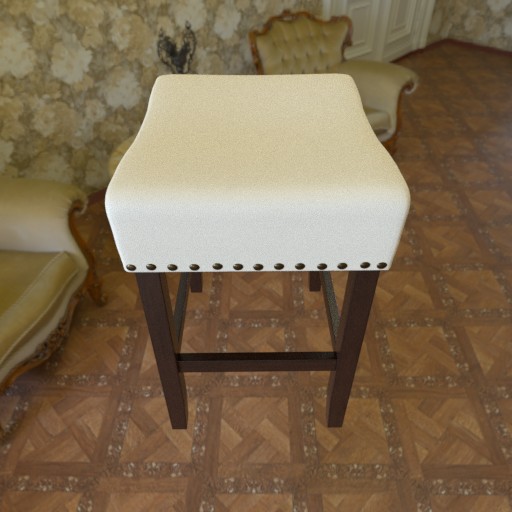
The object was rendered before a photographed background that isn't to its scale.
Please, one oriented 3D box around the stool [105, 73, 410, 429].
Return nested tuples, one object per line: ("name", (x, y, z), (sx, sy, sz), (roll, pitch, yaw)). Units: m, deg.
("stool", (0.000, 0.000, 0.928), (0.401, 0.609, 0.471), (0, 41, -1))
